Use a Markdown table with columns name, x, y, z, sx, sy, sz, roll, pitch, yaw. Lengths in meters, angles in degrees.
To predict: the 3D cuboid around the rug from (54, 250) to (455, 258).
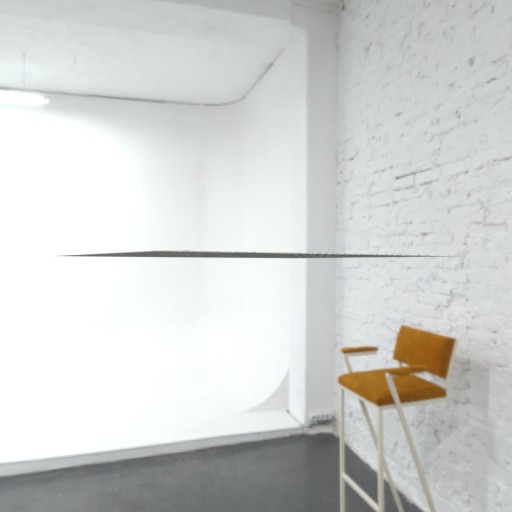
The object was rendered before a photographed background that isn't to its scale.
| name | x | y | z | sx | sy | sz | roll | pitch | yaw |
| --- | --- | --- | --- | --- | --- | --- | --- | --- | --- |
| rug | 0.000 | 0.000 | 4.278 | 3.196 | 0.007 | 2.354 | 1 | -1 | -38 |
